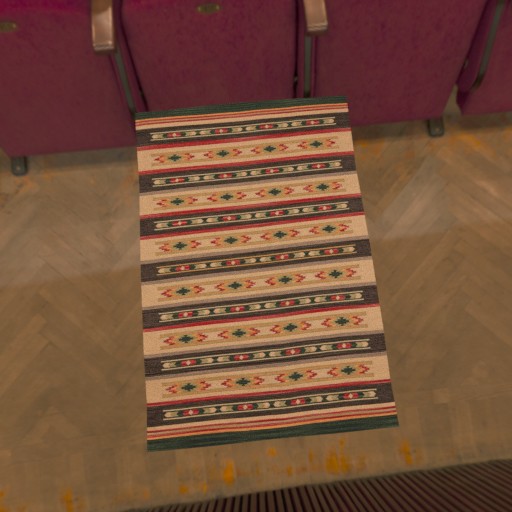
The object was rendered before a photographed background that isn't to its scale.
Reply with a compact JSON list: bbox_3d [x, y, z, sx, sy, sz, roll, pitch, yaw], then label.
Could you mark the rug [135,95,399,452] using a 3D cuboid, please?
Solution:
[{"bbox_3d":[0.000,0.000,2.342,1.221,0.009,1.825,-5,77,-1],"label":"rug"}]
